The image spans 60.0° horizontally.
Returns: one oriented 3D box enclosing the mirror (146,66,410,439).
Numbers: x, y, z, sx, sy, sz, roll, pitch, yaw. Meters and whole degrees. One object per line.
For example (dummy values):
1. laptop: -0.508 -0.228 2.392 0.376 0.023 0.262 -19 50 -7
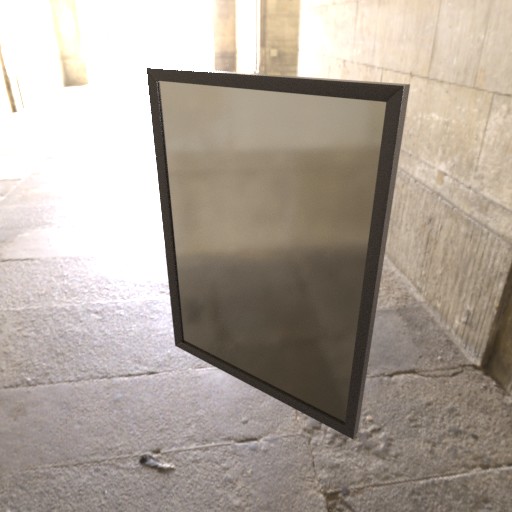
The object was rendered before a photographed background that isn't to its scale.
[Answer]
1. mirror: 0.000 0.000 1.334 0.762 1.016 0.040 18 33 31
